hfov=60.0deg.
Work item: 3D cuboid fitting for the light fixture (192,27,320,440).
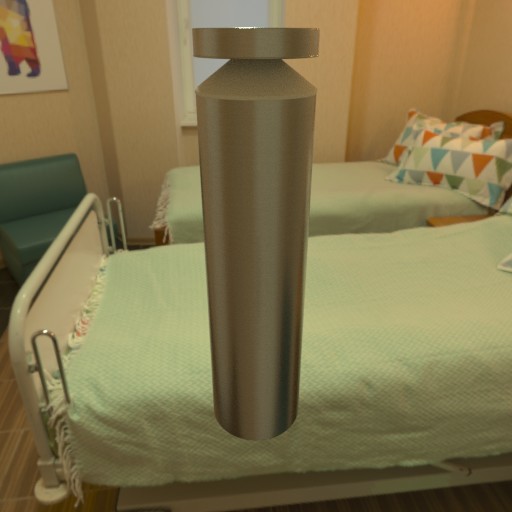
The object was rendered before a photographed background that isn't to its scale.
[{"bbox_3d":[0.000,0.000,0.438,0.102,0.400,0.102,-19,32,-32],"label":"light fixture"}]
